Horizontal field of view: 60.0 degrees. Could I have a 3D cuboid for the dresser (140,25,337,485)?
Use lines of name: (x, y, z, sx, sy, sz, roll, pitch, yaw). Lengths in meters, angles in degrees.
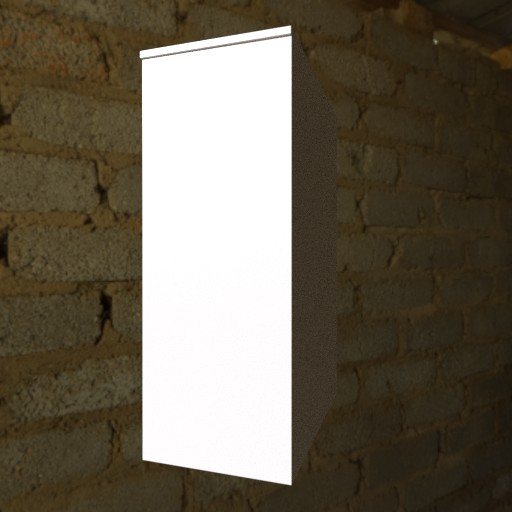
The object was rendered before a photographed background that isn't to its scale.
dresser: (0.000, 0.000, 1.378, 0.401, 1.021, 0.704, 0, 0, 19)
